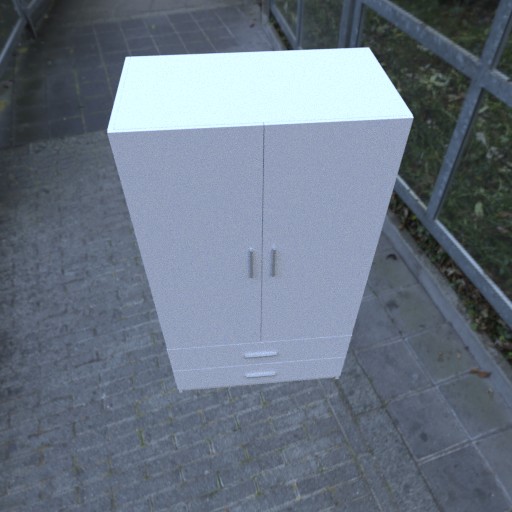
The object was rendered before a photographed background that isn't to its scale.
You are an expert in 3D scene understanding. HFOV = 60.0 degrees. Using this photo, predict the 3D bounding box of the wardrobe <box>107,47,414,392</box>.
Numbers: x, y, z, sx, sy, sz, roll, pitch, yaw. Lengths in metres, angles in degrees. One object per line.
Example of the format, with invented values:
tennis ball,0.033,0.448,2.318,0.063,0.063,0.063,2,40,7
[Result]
wardrobe,0.000,0.000,2.262,0.991,1.808,0.577,-4,47,-4
